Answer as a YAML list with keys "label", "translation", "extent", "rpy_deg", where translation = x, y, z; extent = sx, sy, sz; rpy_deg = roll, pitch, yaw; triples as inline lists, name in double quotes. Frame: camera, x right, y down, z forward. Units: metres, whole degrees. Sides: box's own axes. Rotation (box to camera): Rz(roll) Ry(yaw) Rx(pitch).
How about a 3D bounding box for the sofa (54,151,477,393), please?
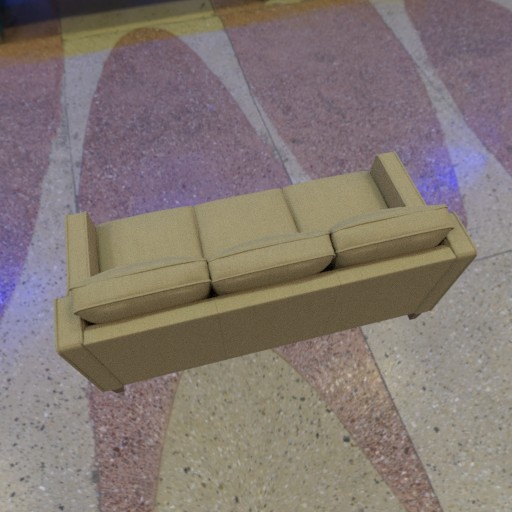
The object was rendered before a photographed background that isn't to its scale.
- label: "sofa"
  translation: [0.000, 0.000, 2.518]
  extent: [1.986, 0.974, 0.911]
  rpy_deg: [-12, 59, -8]
